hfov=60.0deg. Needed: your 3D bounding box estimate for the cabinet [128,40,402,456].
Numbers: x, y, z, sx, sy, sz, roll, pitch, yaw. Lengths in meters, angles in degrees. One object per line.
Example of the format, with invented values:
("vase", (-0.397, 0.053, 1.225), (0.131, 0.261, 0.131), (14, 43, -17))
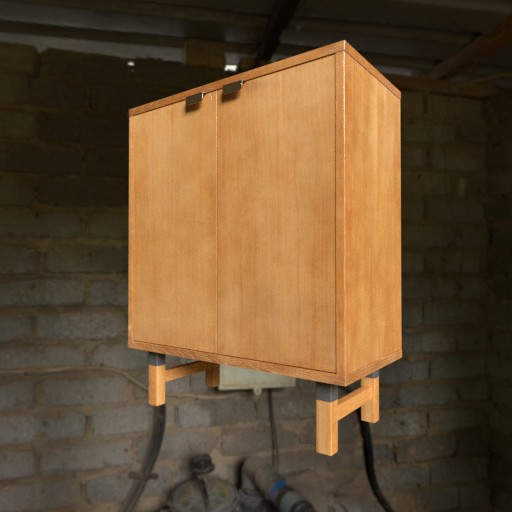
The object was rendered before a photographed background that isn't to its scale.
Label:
("cabinet", (0.000, 0.000, 1.422), (0.800, 1.001, 0.419), (-1, -1, 37))
